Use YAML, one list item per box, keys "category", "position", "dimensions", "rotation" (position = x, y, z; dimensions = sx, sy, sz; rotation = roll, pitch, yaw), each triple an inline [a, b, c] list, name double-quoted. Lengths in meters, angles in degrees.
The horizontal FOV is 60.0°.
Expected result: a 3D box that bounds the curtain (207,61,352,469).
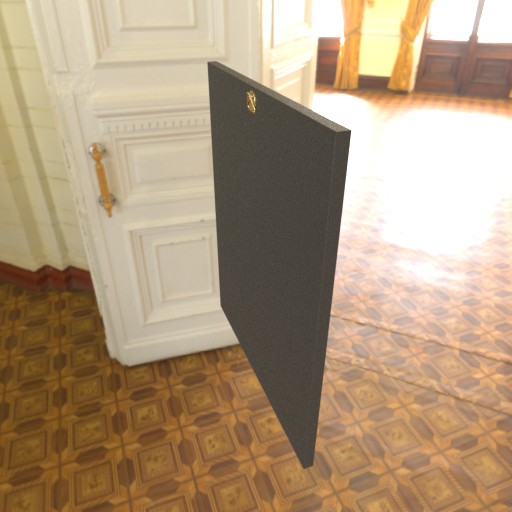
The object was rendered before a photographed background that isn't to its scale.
- category: "curtain"
  position: [0.000, 0.000, 0.803]
  dimensions: [0.027, 0.585, 0.483]
  rotation: [-12, 34, -18]
